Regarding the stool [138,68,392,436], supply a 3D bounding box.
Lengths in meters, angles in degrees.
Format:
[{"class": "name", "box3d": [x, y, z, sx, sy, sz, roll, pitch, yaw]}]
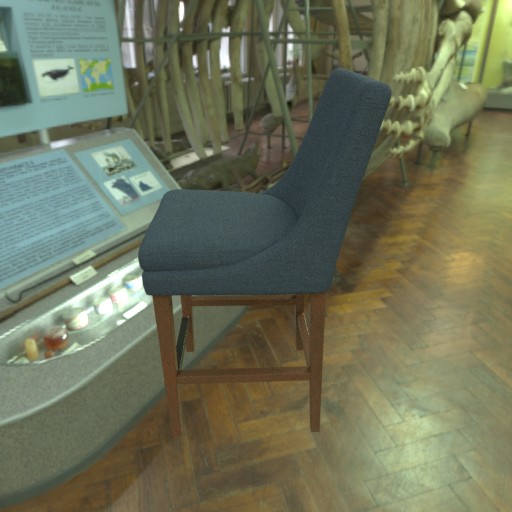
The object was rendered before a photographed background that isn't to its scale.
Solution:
[{"class": "stool", "box3d": [0.000, 0.000, 1.287, 0.577, 0.981, 0.470, -1, 27, -2]}]
